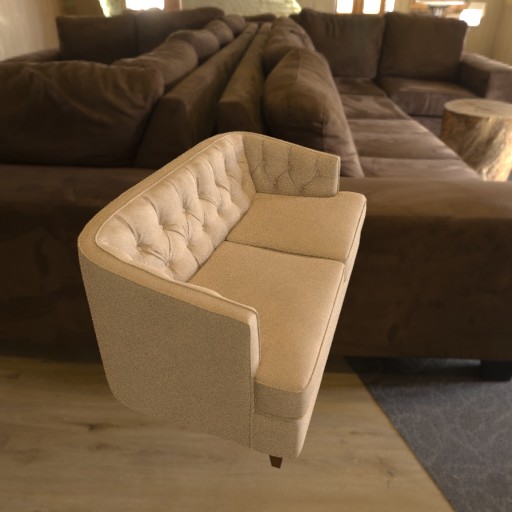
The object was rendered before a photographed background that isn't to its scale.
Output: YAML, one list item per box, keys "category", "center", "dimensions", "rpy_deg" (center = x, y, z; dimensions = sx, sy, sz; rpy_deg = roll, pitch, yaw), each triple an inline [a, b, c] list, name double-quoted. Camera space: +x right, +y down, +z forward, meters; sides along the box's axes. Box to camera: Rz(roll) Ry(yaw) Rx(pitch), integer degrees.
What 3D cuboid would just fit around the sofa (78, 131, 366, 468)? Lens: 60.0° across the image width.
- category: "sofa"
  center: [0.000, 0.000, 2.261]
  dimensions: [0.940, 0.878, 1.731]
  rpy_deg: [10, 32, 16]
